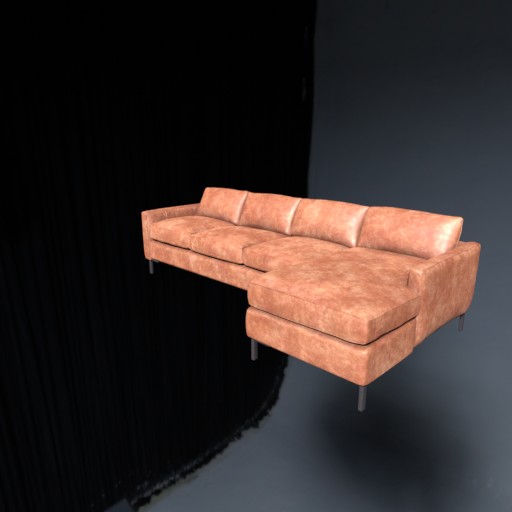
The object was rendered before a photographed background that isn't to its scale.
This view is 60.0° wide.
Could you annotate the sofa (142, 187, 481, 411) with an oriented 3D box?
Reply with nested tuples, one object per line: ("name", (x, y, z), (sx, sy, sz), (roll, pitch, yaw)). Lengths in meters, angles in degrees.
("sofa", (0.000, 0.000, 3.648), (2.993, 0.859, 1.471), (14, 21, 43))
